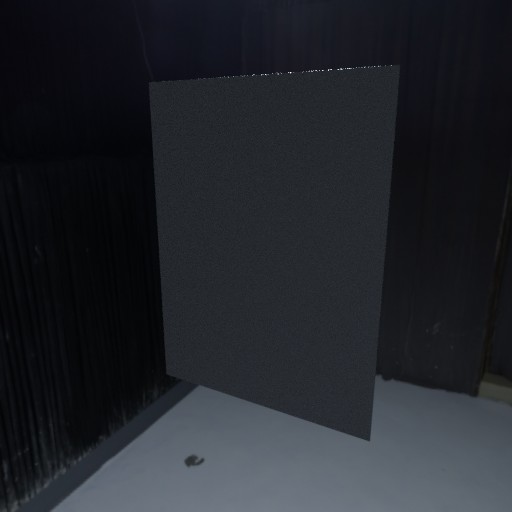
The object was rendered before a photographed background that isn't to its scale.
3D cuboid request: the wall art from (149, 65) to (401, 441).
[{"bbox_3d":[0.000,0.000,0.801,0.457,0.609,0.003,9,18,28],"label":"wall art"}]
